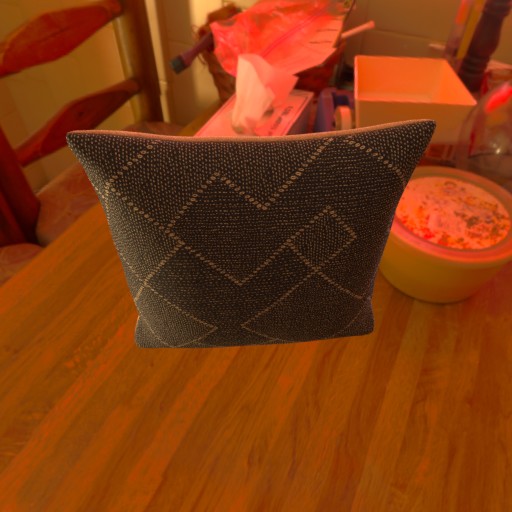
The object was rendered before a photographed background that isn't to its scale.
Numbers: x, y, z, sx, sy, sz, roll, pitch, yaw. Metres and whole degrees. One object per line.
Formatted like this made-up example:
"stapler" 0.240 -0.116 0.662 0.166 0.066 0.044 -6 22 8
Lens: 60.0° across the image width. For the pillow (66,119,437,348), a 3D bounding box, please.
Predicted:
"pillow" 0.000 0.000 0.662 0.435 0.428 0.148 -3 47 -3
